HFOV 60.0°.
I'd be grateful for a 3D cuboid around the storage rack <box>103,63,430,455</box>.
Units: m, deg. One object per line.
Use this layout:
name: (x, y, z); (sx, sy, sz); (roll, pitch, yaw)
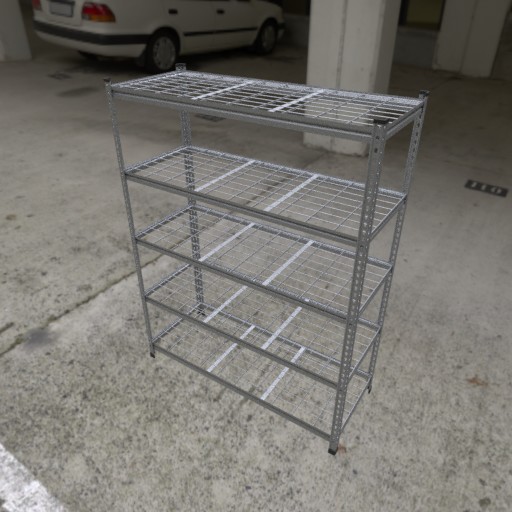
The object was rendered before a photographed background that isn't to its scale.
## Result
storage rack: (0.000, 0.000, 2.698); (1.524, 1.981, 0.610); (19, 36, 28)
